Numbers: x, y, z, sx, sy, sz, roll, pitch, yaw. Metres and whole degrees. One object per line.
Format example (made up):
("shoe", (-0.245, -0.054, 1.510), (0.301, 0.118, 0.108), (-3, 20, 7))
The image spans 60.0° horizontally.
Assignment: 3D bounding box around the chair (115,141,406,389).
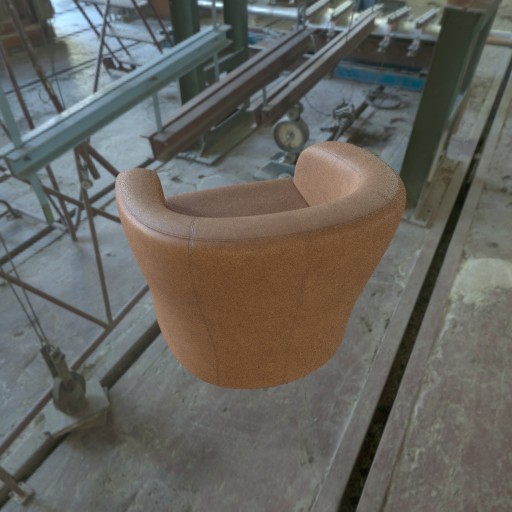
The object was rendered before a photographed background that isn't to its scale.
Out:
("chair", (0.000, 0.000, 1.462), (0.791, 0.771, 0.815), (-11, 42, -12))
